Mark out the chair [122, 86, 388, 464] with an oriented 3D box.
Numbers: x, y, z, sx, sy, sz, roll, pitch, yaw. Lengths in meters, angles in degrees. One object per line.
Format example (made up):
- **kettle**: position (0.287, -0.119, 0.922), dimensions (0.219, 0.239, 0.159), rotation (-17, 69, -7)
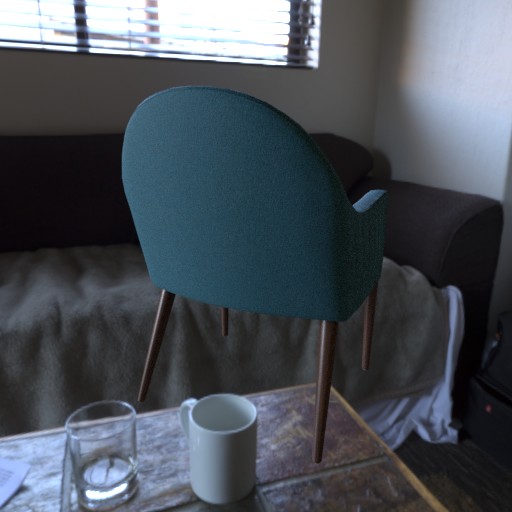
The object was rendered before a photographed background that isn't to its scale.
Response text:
- **chair**: position (0.000, 0.000, 1.328), dimensions (0.656, 0.907, 0.652), rotation (8, 18, 26)
